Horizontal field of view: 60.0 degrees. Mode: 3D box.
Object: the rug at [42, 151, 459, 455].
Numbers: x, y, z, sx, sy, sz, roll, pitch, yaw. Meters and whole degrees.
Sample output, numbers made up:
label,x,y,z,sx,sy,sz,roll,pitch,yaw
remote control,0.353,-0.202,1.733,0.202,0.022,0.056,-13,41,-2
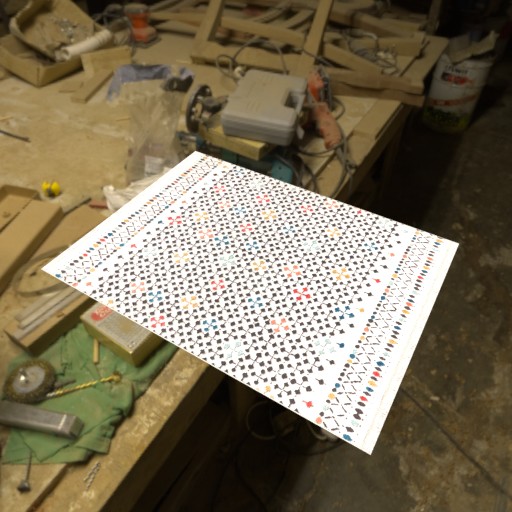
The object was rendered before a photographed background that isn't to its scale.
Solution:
label,x,y,z,sx,sy,sz,roll,pitch,yaw
rug,0.000,0.000,4.197,3.196,0.007,2.354,23,50,22
